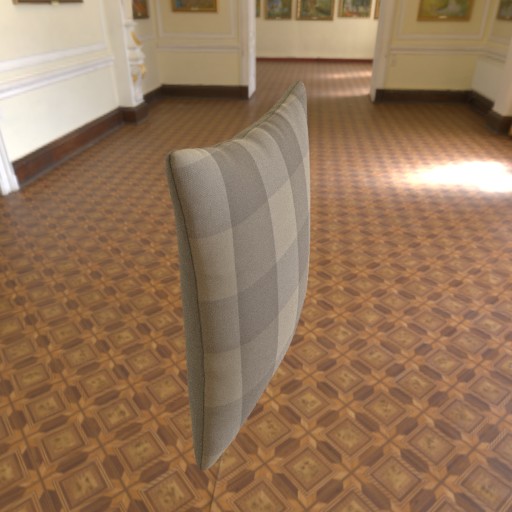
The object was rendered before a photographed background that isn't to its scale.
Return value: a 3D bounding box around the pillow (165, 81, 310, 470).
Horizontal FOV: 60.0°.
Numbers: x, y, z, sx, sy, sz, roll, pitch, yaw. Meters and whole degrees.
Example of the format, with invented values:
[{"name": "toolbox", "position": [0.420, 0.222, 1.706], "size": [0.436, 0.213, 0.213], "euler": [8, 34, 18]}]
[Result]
[{"name": "pillow", "position": [0.000, 0.000, 0.776], "size": [0.161, 0.509, 0.511], "euler": [10, 31, 17]}]
